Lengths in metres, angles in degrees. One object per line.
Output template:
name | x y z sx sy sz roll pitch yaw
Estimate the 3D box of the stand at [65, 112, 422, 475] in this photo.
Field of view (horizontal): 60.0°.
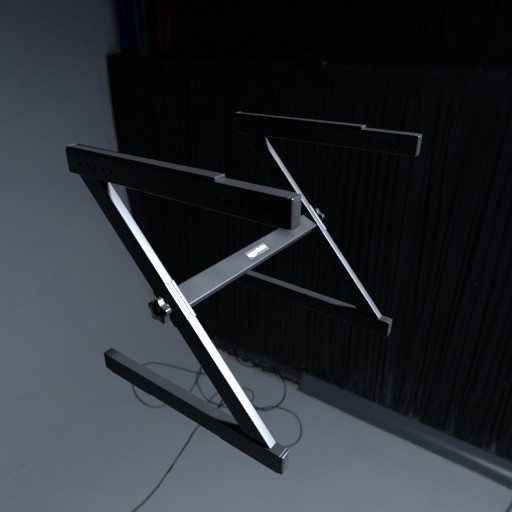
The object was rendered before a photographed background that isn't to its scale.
stand | 0.000 0.000 1.173 0.586 0.617 0.700 18 31 32
